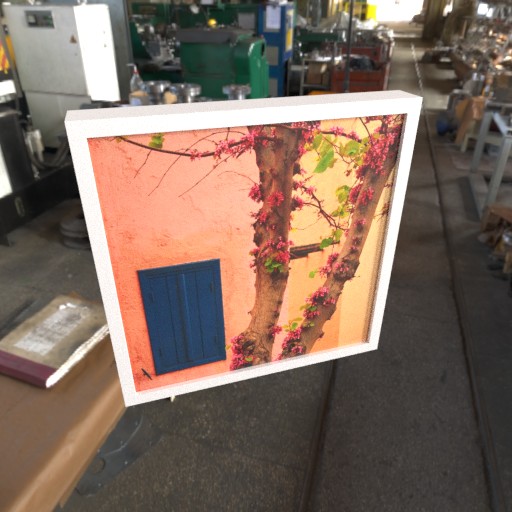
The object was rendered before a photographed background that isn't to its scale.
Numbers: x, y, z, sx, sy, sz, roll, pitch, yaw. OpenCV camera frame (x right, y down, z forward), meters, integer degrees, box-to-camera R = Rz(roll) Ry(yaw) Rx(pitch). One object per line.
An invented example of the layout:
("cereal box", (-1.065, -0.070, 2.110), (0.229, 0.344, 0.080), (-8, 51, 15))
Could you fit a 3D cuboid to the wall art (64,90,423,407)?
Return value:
("wall art", (0.000, 0.000, 0.454), (0.305, 0.302, 0.038), (-9, 31, -15))
